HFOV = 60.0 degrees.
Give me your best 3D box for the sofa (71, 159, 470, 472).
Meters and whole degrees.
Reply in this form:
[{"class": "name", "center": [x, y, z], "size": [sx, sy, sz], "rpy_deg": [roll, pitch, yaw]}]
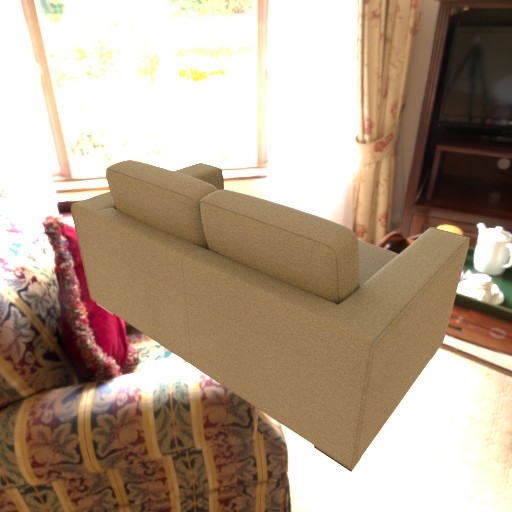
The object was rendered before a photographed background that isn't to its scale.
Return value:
[{"class": "sofa", "center": [0.000, 0.000, 2.346], "size": [1.812, 0.924, 1.007], "rpy_deg": [22, 36, 34]}]
